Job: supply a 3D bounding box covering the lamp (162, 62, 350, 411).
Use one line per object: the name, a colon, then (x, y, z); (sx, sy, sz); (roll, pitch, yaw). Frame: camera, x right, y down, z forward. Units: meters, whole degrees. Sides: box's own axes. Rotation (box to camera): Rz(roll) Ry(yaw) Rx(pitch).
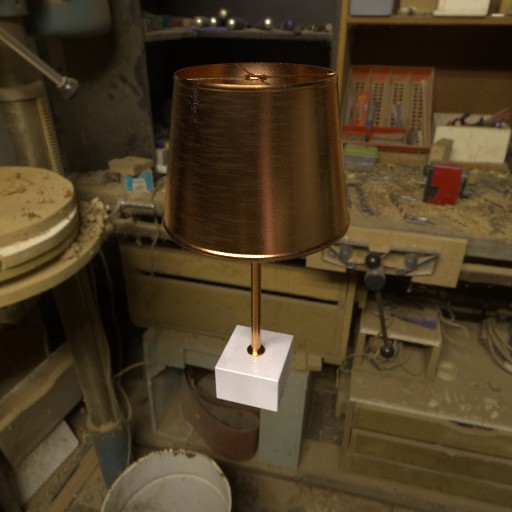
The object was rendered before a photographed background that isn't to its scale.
lamp: (0.000, 0.000, 0.526); (0.208, 0.406, 0.208); (0, 30, 0)
